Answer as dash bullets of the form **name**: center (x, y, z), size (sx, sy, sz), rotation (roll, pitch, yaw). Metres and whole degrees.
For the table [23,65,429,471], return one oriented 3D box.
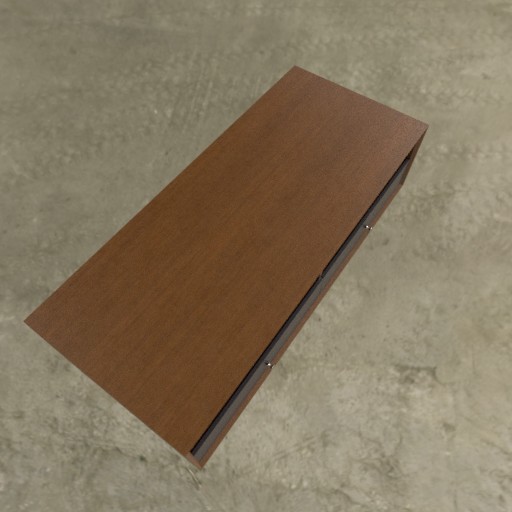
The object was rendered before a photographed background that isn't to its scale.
- **table**: center (0.000, 0.000, 1.358), size (0.490, 0.464, 1.119), rotation (32, 64, 18)
